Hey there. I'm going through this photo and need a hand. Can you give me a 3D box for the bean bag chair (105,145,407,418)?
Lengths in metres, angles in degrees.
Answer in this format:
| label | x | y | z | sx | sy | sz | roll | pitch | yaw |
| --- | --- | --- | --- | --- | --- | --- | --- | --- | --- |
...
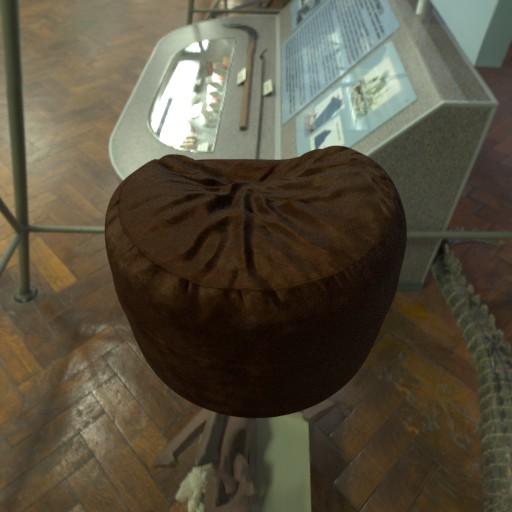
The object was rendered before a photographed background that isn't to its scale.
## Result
| label | x | y | z | sx | sy | sz | roll | pitch | yaw |
| --- | --- | --- | --- | --- | --- | --- | --- | --- | --- |
| bean bag chair | 0.000 | 0.000 | 1.479 | 0.918 | 0.616 | 0.918 | 0 | 46 | 0 |
